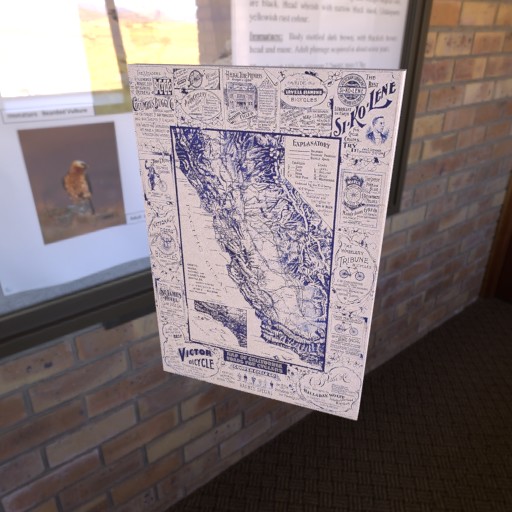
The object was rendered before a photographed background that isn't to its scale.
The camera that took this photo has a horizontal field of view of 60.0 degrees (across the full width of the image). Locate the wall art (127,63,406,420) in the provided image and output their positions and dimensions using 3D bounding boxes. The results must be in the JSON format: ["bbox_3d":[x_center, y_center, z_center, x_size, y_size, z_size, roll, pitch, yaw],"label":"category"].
[{"bbox_3d":[0.000,0.000,0.956,0.511,0.753,0.039,9,28,18],"label":"wall art"}]
